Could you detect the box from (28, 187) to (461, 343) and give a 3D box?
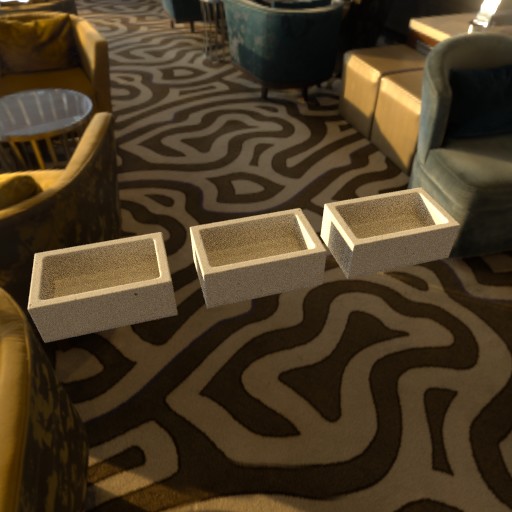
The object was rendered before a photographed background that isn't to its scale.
[{"bbox_3d":[0.000,0.000,0.501,0.461,0.051,0.082,-11,43,-12],"label":"box"}]
